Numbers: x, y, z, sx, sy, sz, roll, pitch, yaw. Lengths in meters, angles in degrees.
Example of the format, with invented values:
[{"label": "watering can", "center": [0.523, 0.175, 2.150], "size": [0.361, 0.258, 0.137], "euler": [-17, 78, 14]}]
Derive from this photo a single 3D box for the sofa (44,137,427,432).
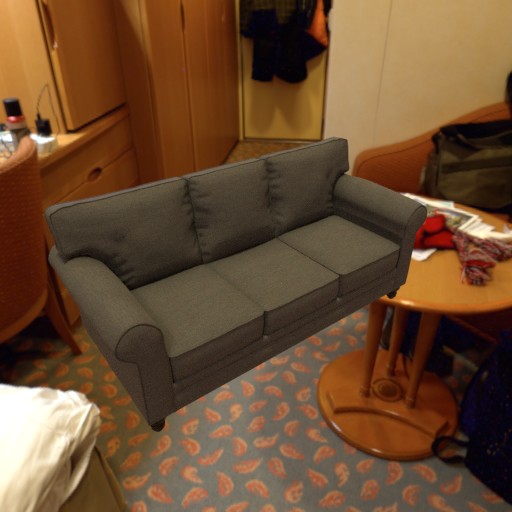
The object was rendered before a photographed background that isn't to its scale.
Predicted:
[{"label": "sofa", "center": [0.000, 0.000, 2.630], "size": [2.084, 0.966, 0.909], "euler": [-21, 37, -32]}]
